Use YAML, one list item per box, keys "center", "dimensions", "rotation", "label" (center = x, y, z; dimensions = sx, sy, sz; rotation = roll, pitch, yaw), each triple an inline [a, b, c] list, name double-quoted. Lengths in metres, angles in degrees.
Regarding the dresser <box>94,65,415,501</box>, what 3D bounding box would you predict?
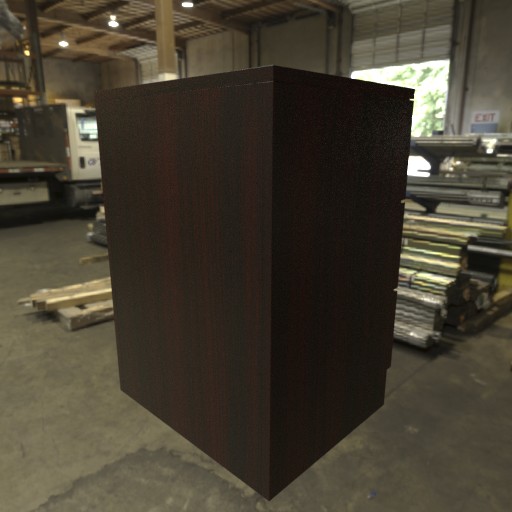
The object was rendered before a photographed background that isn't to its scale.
- center: [0.000, 0.000, 0.797]
  dimensions: [0.400, 0.560, 0.360]
  rotation: [14, 21, 42]
  label: "dresser"
